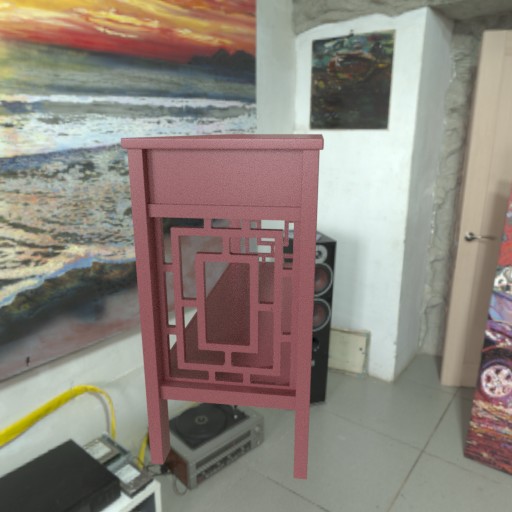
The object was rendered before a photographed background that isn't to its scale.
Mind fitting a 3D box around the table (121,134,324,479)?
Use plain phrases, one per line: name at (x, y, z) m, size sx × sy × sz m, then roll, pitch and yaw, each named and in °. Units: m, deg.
table at (0.000, 0.000, 1.435) m, size 0.397 × 0.753 × 1.068 m, roll 2°, pitch 16°, yaw 8°
